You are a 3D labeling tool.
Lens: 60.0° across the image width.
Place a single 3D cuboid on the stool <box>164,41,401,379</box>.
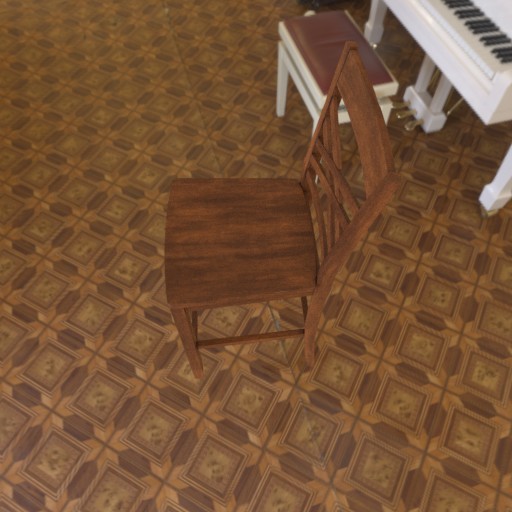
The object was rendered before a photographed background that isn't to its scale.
[{"bbox_3d":[0.000,0.000,1.338,0.504,1.098,0.426,-3,58,-2],"label":"stool"}]
